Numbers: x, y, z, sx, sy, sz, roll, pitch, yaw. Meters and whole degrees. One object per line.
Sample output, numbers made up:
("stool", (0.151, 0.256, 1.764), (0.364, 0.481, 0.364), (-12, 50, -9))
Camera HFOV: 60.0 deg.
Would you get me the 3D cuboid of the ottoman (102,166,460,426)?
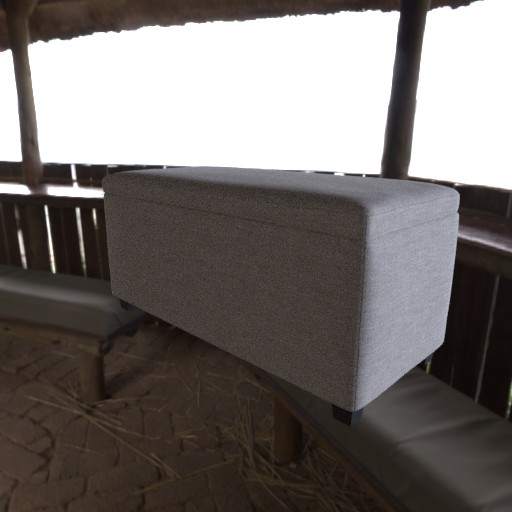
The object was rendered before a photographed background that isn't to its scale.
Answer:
("ottoman", (0.000, 0.000, 1.178), (0.902, 0.432, 0.419), (15, 21, 42))
